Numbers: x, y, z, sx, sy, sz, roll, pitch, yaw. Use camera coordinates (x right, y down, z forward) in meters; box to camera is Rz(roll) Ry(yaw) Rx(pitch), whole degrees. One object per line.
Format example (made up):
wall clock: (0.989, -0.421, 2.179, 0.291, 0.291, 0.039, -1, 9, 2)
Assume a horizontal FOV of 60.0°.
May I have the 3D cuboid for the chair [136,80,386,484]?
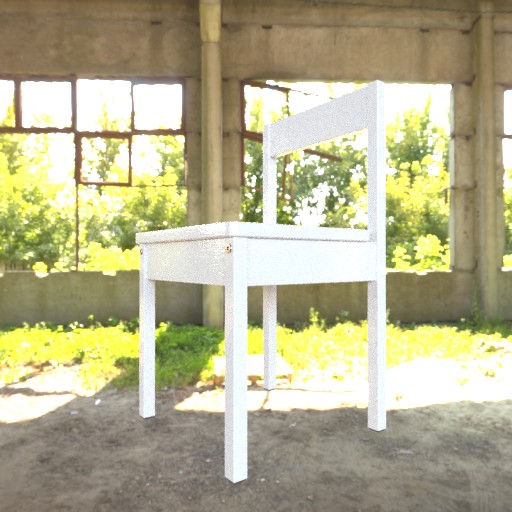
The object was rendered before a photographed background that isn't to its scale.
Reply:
chair: (0.000, 0.000, 0.886, 0.361, 0.668, 0.367, 0, -1, -37)
